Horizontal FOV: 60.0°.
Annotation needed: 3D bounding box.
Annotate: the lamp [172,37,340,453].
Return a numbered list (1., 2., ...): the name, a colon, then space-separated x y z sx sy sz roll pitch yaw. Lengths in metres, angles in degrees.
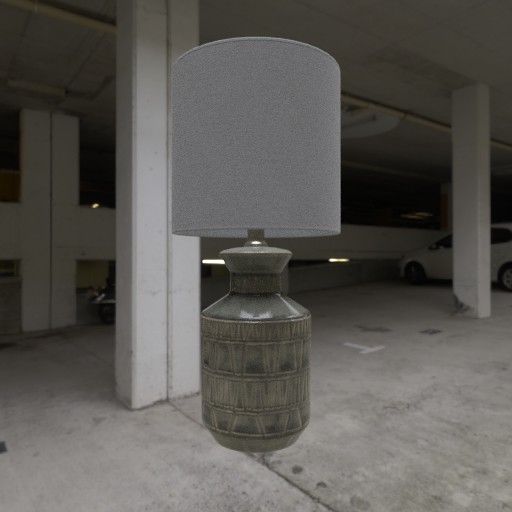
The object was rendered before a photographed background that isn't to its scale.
1. lamp: 0.000 0.000 0.565 0.211 0.455 0.211 0 0 -36
